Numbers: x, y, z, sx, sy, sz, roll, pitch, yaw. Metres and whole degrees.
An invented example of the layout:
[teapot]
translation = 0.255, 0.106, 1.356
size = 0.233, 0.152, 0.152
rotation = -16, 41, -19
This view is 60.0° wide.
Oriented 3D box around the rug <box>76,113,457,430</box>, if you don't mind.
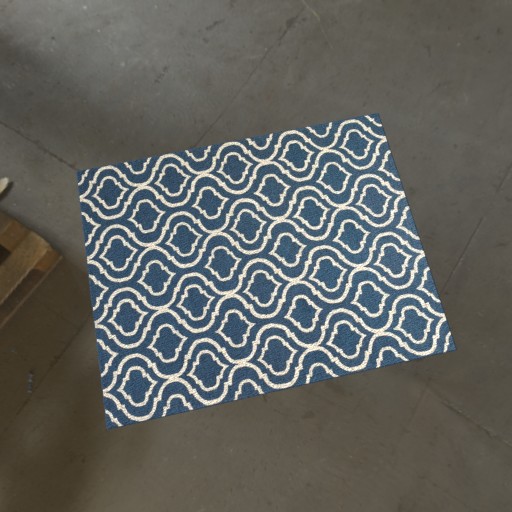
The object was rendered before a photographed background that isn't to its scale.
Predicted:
[rug]
translation = 0.000, 0.000, 3.851
size = 2.881, 0.020, 2.270
rotation = -12, 75, -3
